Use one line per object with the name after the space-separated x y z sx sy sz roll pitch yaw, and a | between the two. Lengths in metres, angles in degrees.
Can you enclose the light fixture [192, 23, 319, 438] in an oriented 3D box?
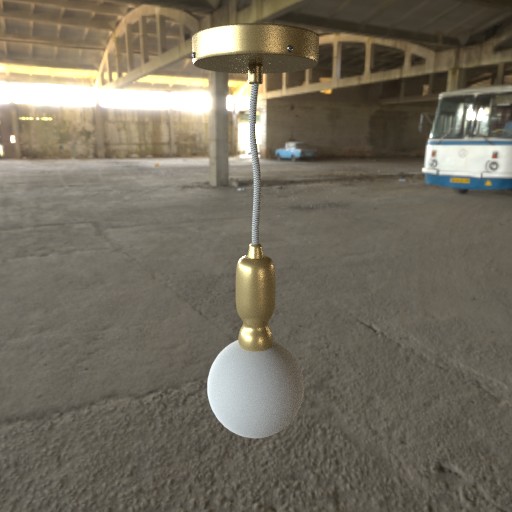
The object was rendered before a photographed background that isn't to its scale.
0.000 0.000 0.568 0.147 0.510 0.146 -8 17 -28 | light fixture
